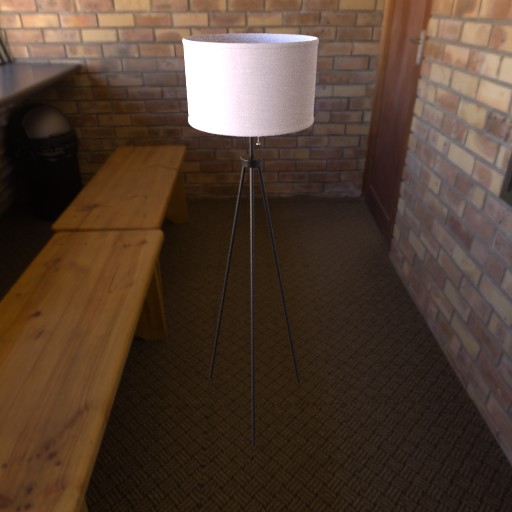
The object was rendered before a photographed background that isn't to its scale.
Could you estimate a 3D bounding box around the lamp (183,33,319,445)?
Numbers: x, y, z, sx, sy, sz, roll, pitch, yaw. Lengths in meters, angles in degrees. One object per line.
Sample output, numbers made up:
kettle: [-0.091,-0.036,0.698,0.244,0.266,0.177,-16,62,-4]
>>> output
lamp: [0.000,0.000,1.742,0.458,1.545,0.448,-19,35,-29]
